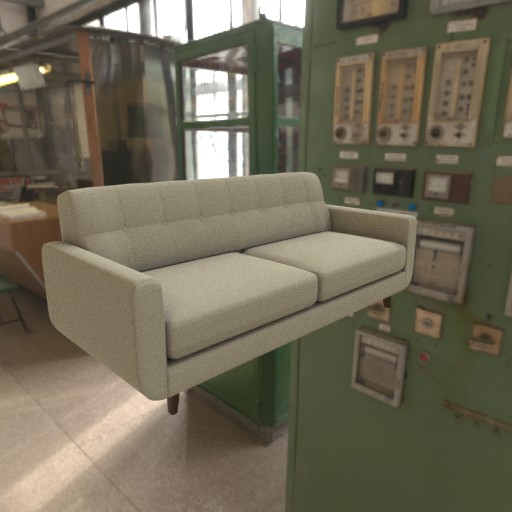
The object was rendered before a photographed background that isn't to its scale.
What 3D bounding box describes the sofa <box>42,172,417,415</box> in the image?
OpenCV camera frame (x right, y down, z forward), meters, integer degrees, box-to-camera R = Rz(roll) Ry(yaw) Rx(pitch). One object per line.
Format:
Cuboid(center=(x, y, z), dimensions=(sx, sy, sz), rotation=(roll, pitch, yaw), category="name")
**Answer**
Cuboid(center=(0.000, 0.000, 2.645), dimensions=(2.137, 0.892, 0.980), rotation=(-14, 20, -43), category="sofa")
